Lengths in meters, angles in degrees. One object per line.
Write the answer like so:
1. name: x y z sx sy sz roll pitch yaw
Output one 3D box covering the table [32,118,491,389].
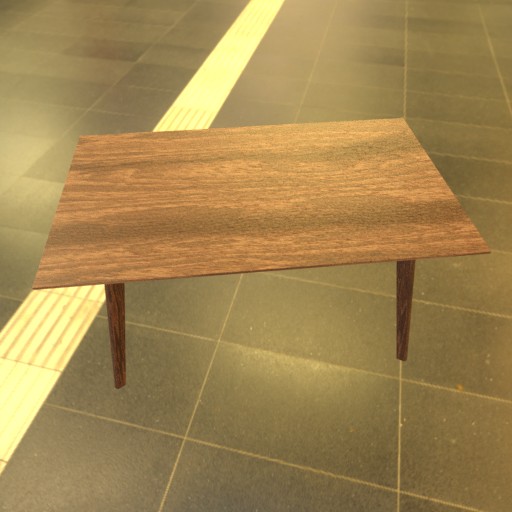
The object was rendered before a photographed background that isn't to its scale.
1. table: 0.000 0.000 1.829 1.349 0.724 0.801 -4 46 -4
